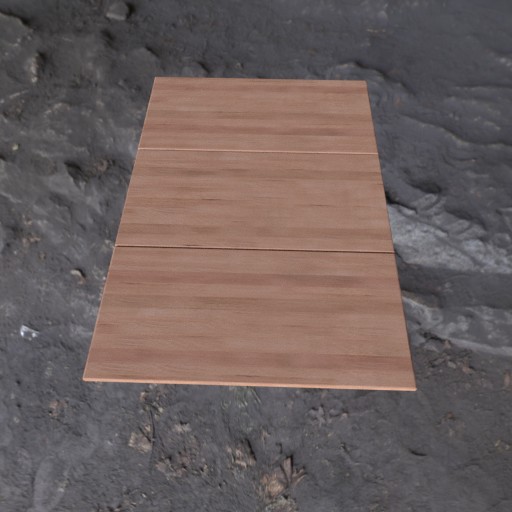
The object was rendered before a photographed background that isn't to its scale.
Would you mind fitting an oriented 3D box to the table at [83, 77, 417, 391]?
[{"bbox_3d":[0.000,0.000,1.860,0.900,0.770,1.300,1,58,1],"label":"table"}]
